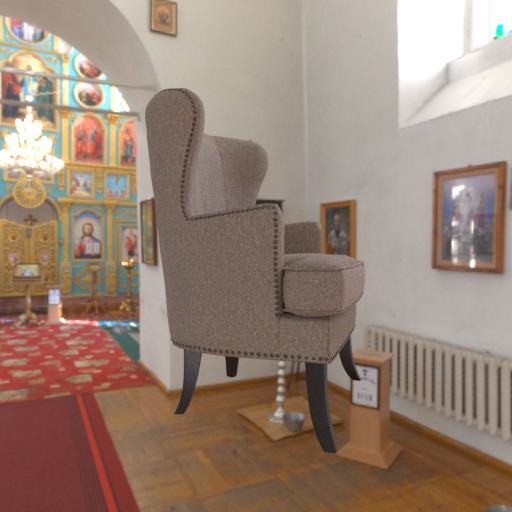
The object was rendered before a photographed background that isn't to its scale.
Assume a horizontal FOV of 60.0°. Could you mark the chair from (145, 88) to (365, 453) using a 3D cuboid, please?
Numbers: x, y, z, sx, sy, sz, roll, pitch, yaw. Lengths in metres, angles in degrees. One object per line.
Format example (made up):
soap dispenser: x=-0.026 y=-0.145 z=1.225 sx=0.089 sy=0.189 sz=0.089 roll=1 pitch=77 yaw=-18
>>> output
chair: x=0.000 y=0.000 z=1.656 sx=0.758 sy=1.060 sz=0.759 roll=0 pitch=0 yaw=18
